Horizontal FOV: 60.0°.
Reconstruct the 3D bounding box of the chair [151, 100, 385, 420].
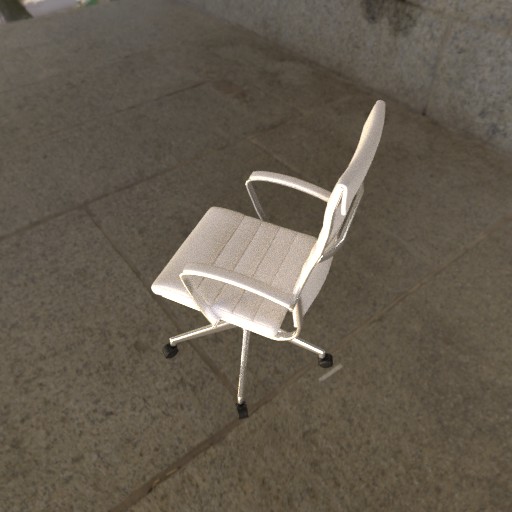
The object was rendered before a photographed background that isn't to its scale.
[{"bbox_3d":[0.000,0.000,1.653,0.739,1.149,0.766,17,49,15],"label":"chair"}]
